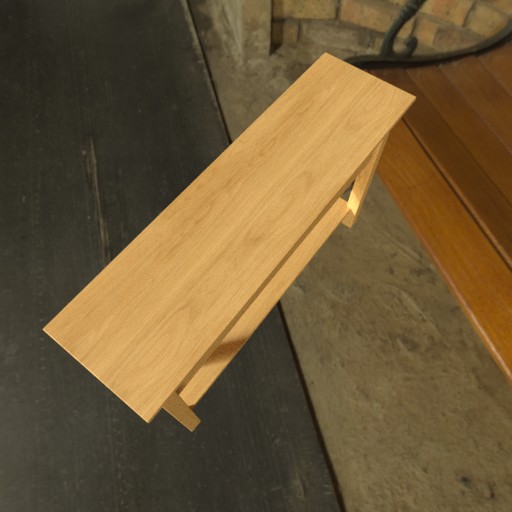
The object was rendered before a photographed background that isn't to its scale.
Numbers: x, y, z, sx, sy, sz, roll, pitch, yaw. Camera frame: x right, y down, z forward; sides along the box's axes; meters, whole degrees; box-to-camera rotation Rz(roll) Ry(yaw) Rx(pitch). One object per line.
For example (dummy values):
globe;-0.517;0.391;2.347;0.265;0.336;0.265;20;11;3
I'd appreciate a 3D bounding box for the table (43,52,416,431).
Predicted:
table;0.000;0.000;1.569;0.350;0.730;1.240;34;68;16
